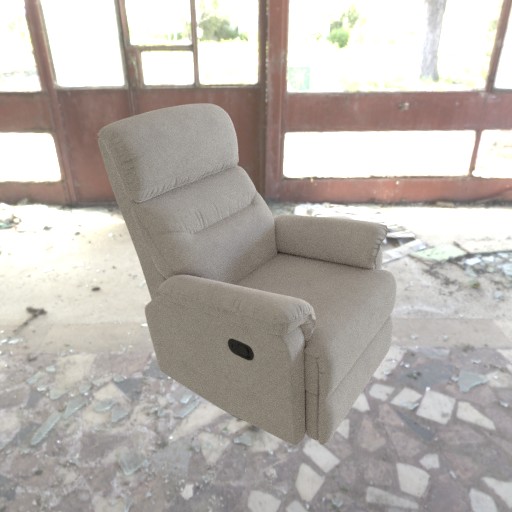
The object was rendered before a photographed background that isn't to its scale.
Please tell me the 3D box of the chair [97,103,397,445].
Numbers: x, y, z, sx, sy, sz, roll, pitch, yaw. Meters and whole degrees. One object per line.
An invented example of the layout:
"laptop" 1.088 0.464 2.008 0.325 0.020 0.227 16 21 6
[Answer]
"chair" 0.000 0.000 1.736 1.001 1.039 0.820 18 33 30
